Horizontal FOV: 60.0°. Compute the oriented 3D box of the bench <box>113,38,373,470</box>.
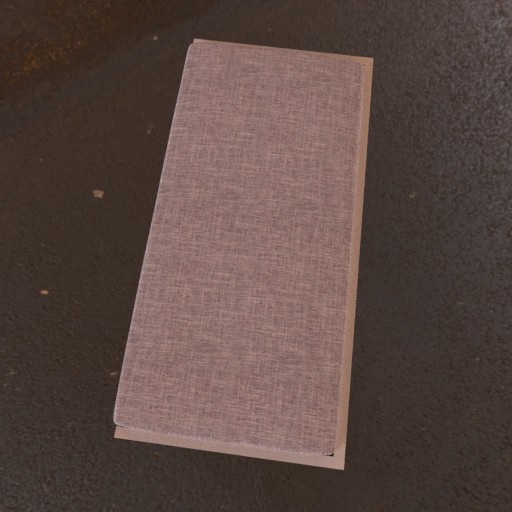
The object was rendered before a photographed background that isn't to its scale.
[{"bbox_3d":[0.000,0.000,0.960,0.362,0.461,0.734,7,75,2],"label":"bench"}]
